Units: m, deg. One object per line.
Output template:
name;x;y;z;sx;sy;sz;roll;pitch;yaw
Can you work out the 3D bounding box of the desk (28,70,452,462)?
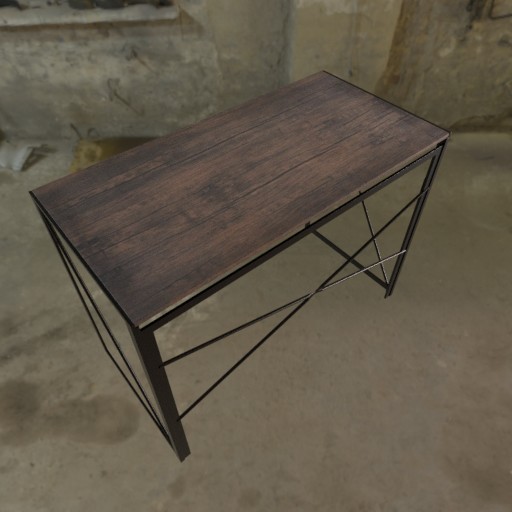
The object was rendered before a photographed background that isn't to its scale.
desk;0.000;0.000;1.436;1.015;0.747;0.505;-31;55;-26
